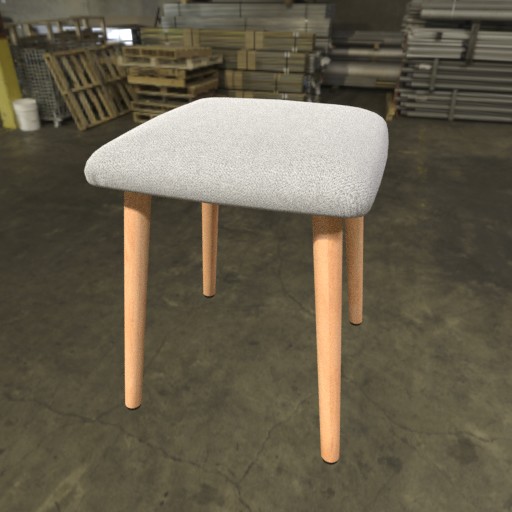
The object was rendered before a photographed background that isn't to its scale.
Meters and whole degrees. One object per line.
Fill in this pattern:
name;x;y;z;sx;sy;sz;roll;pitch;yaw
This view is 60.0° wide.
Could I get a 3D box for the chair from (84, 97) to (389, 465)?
chair;0.000;0.000;0.698;0.350;0.440;0.350;9;32;15
